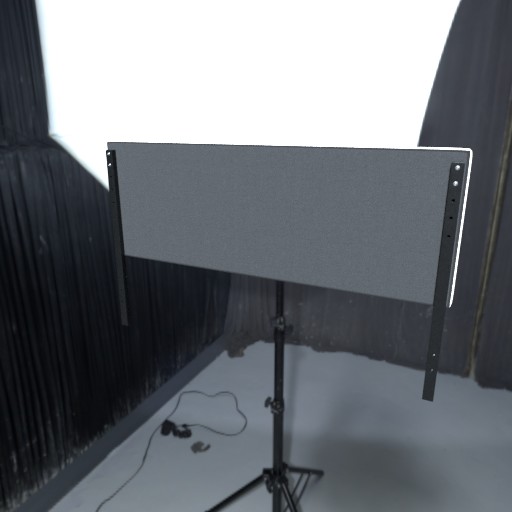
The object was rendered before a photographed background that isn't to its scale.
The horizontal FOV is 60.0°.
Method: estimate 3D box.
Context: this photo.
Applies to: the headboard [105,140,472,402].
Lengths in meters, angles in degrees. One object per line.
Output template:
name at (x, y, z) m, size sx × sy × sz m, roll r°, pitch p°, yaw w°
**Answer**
headboard at (0.000, 0.000, 2.866) m, size 2.362 × 1.410 × 0.120 m, roll 8°, pitch 19°, yaw 25°
